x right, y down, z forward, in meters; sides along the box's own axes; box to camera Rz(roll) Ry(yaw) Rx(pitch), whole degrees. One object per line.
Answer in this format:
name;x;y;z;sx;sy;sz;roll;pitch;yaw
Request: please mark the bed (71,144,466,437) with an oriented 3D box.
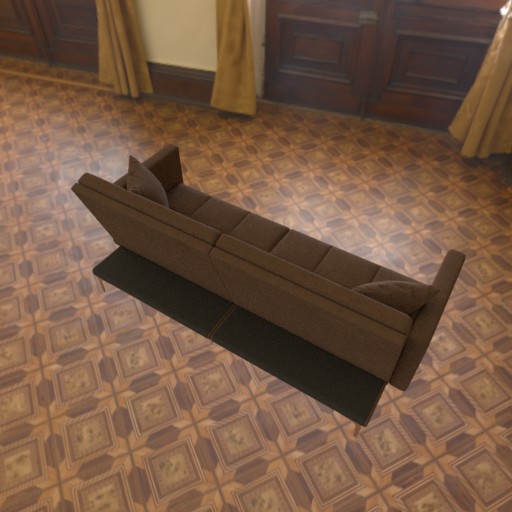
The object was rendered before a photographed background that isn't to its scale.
bed;0.000;0.000;2.382;1.905;0.787;0.889;24;51;22
